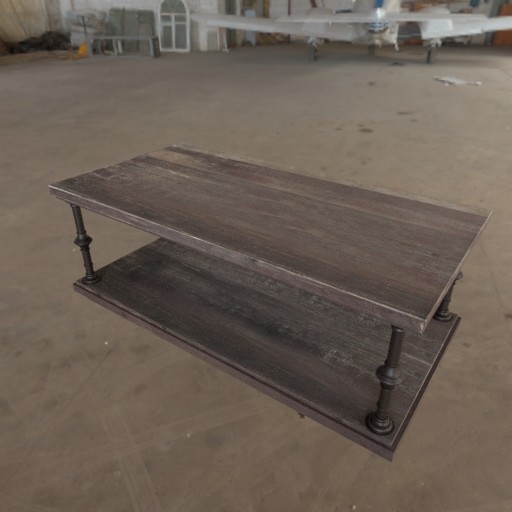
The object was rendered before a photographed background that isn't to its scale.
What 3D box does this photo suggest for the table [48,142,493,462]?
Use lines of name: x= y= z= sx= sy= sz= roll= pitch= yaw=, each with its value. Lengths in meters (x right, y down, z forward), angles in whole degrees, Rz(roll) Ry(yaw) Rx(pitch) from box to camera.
table: x=0.000 y=0.000 z=1.302 sx=1.088 sy=0.373 sz=0.554 roll=19 pitch=35 yaw=30
